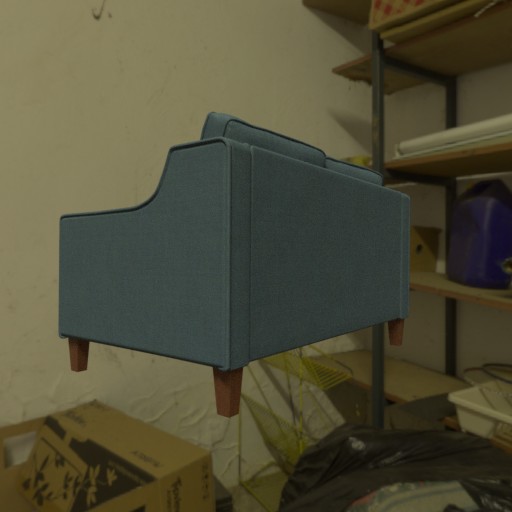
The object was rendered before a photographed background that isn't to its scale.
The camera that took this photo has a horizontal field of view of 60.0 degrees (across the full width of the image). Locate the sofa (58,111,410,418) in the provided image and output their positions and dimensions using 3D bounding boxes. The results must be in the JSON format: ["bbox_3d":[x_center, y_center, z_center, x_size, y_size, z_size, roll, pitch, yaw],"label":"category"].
[{"bbox_3d":[0.000,0.000,2.160,0.987,0.971,1.501,0,0,38],"label":"sofa"}]
